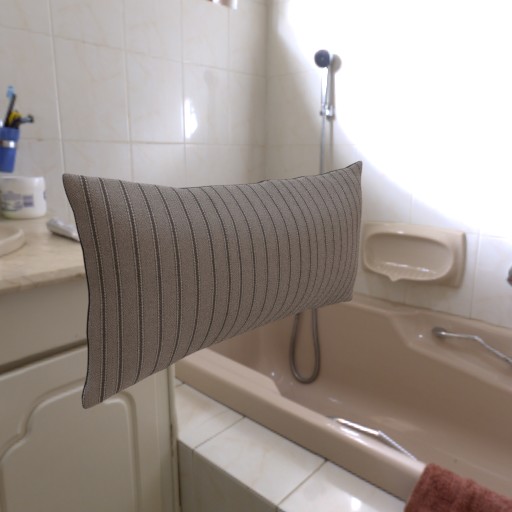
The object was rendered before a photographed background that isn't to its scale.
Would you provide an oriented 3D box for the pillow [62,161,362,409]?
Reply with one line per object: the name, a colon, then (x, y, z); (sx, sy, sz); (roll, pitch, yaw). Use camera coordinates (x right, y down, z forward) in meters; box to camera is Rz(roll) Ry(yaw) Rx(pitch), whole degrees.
pillow: (0.000, 0.000, 0.732); (0.609, 0.305, 0.151); (-12, 17, -44)
